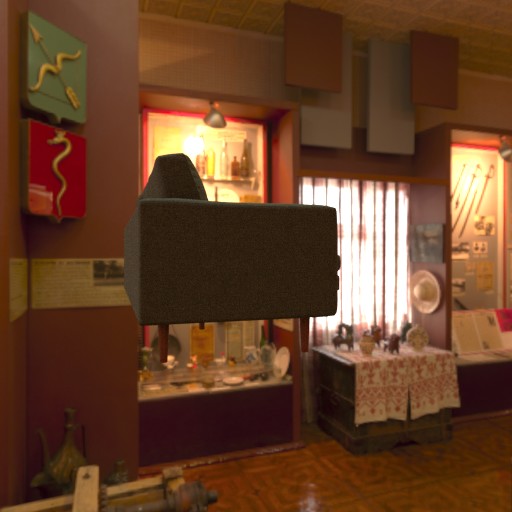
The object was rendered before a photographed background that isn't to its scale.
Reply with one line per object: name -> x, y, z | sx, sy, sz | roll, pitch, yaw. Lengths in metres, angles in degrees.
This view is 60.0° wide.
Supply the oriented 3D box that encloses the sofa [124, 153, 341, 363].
sofa -> 0.000, 0.000, 3.012 | 1.667, 0.957, 2.055 | 0, 0, -18
